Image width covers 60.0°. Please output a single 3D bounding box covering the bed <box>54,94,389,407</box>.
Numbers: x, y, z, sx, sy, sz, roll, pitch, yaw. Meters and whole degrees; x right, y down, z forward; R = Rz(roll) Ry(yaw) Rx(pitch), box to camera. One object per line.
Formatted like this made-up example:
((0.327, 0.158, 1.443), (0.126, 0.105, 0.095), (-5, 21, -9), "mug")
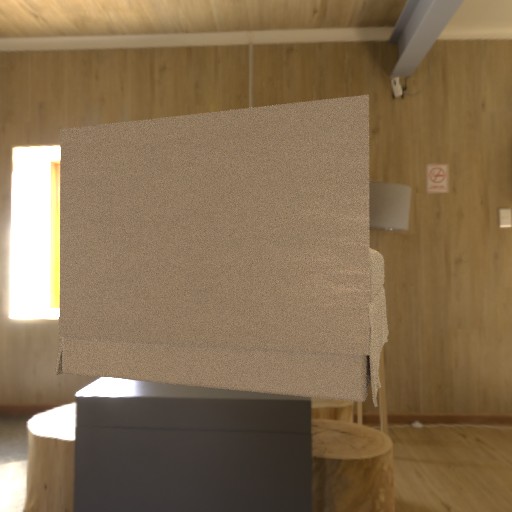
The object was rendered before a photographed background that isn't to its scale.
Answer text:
((0.000, 0.000, 3.121), (1.745, 1.335, 2.094), (0, -1, 18), "bed")
